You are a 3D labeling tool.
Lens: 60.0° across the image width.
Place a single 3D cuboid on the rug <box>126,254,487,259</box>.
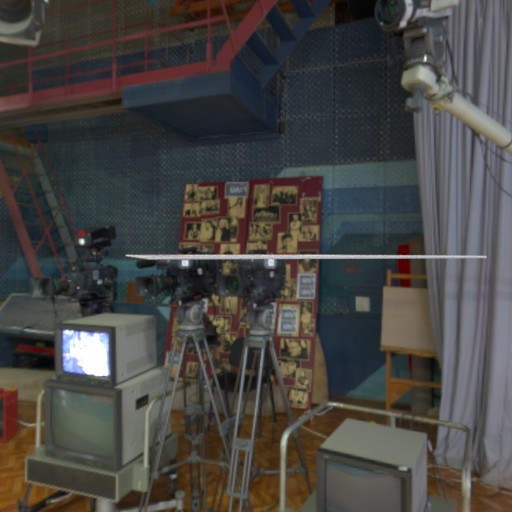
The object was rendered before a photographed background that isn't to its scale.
[{"bbox_3d":[0.000,0.000,2.893,1.555,0.011,2.232,0,0,-18],"label":"rug"}]
